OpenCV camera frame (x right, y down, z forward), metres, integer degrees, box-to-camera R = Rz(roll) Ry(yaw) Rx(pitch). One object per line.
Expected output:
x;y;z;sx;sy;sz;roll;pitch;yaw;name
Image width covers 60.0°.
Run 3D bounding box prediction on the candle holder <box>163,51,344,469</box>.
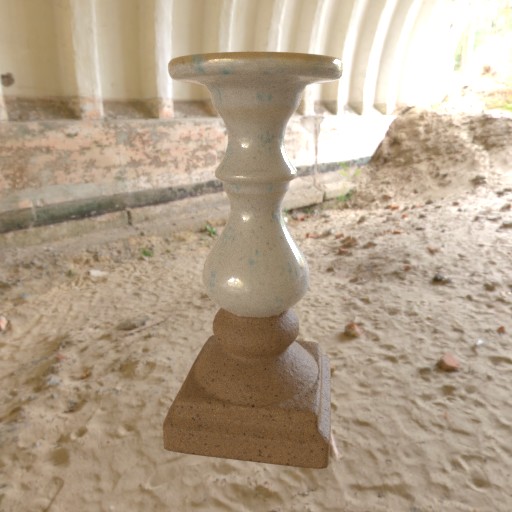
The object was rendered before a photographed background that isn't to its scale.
0.000;0.000;0.296;0.110;0.239;0.110;3;18;9;candle holder
